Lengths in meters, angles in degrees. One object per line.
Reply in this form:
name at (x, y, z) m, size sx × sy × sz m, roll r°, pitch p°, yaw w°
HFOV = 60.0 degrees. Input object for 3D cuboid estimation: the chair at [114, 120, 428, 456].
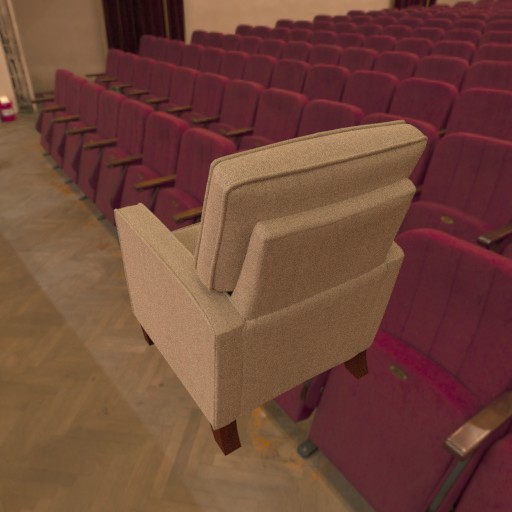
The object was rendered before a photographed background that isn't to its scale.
chair at (0.000, 0.000, 1.400) m, size 0.648 × 0.888 × 0.754 m, roll -19°, pitch 35°, yaw -29°
